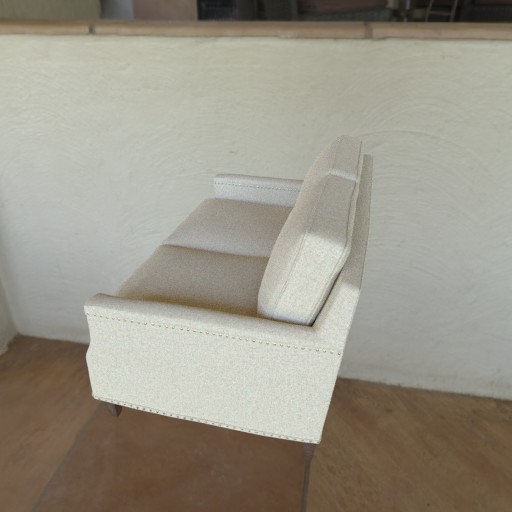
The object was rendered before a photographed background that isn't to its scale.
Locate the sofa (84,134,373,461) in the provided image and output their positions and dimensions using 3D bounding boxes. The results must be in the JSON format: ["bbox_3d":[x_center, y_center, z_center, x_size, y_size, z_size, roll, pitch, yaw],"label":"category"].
[{"bbox_3d":[0.000,0.000,2.295,1.084,1.003,1.597,7,30,13],"label":"sofa"}]
